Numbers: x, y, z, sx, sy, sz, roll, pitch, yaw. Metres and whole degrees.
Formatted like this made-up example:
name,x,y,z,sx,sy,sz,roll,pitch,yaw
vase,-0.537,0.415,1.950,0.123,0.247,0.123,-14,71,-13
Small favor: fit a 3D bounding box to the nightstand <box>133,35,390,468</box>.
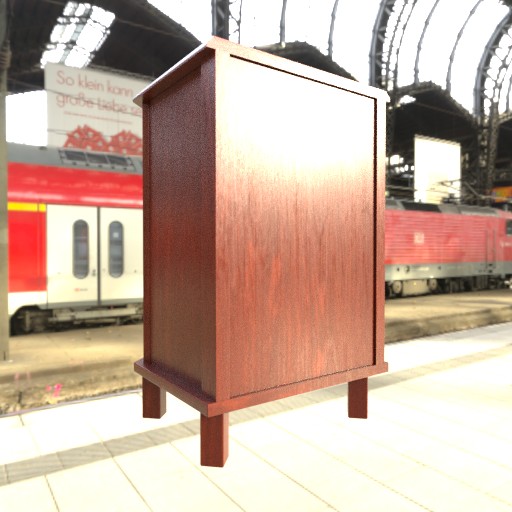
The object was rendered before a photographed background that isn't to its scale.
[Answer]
name,x,y,z,sx,sy,sz,roll,pitch,yaw
nightstand,0.000,0.000,0.942,0.435,0.681,0.351,-1,1,-36
